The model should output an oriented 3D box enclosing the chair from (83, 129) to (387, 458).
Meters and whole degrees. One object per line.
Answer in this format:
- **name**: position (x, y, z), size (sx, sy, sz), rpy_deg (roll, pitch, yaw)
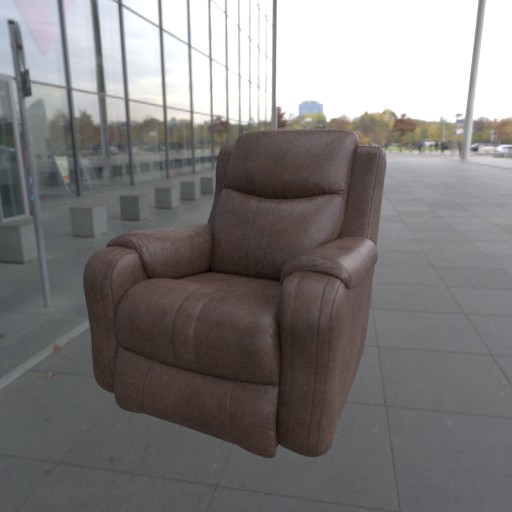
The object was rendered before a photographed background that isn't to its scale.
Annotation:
- **chair**: position (0.000, 0.000, 1.762), size (0.940, 0.990, 1.067), rpy_deg (7, 16, 26)
